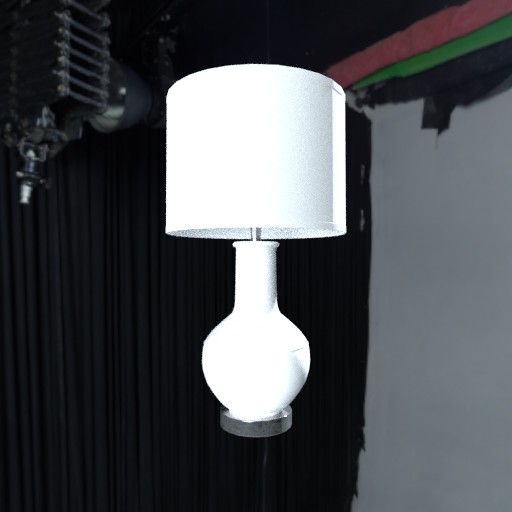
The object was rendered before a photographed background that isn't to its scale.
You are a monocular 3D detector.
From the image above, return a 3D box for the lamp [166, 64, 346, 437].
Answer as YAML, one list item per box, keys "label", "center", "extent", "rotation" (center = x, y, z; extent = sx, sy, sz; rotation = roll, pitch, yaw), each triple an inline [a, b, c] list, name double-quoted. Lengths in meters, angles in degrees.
- label: "lamp"
  center: [0.000, 0.000, 0.896]
  extent: [0.357, 0.673, 0.357]
  rotation: [1, -1, -37]
